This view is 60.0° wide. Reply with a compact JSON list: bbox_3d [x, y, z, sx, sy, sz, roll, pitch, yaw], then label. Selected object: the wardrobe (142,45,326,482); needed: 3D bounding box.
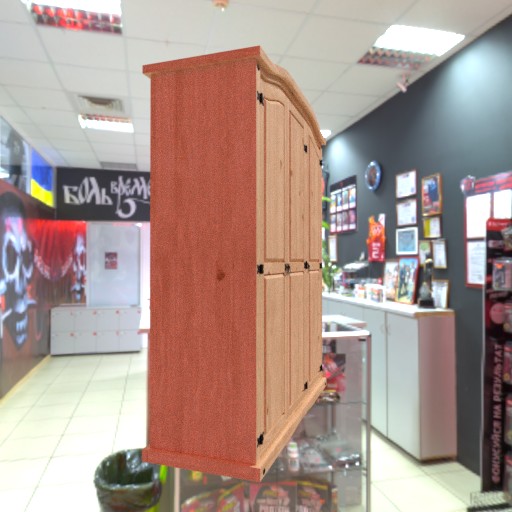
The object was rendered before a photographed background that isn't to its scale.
[{"bbox_3d":[0.000,0.000,2.622,0.570,1.870,1.500,0,-1,19],"label":"wardrobe"}]
